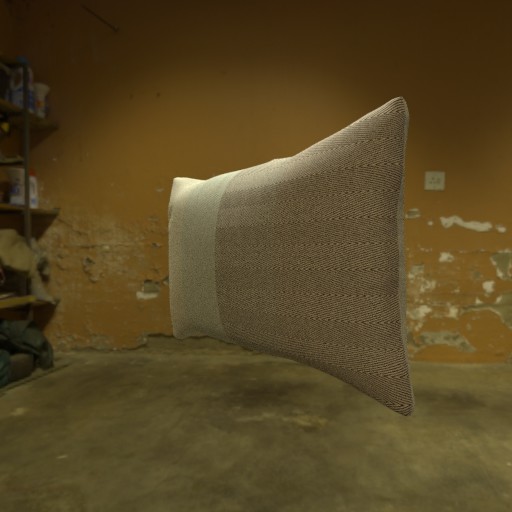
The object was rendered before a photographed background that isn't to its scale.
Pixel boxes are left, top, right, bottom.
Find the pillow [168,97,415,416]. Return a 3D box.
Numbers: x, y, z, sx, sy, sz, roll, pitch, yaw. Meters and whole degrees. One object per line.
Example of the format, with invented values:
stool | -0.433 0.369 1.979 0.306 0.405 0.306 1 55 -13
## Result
pillow | 0.000 0.000 0.621 0.139 0.305 0.506 0 0 -35
